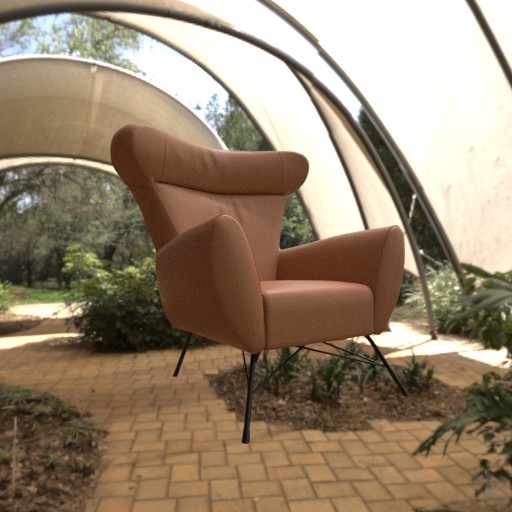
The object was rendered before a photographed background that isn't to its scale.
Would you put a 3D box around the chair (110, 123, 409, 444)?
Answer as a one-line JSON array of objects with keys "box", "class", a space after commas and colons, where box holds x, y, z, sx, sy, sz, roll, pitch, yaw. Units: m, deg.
[{"box": [0.000, 0.000, 1.801, 0.980, 1.050, 0.900, 0, 0, -36], "class": "chair"}]
